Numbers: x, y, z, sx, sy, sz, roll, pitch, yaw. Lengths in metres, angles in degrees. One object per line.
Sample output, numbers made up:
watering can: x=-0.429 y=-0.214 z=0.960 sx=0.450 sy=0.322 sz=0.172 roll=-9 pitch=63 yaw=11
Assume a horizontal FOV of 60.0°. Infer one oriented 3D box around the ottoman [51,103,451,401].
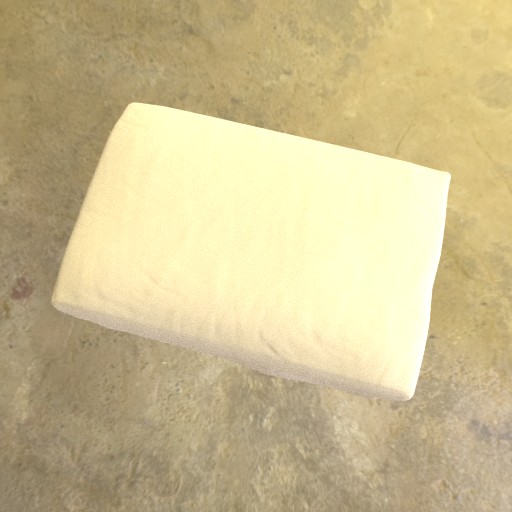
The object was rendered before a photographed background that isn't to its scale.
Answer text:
ottoman: x=0.000 y=0.000 z=1.207 sx=0.872 sy=0.444 sz=0.590 roll=14 pitch=76 yaw=4
